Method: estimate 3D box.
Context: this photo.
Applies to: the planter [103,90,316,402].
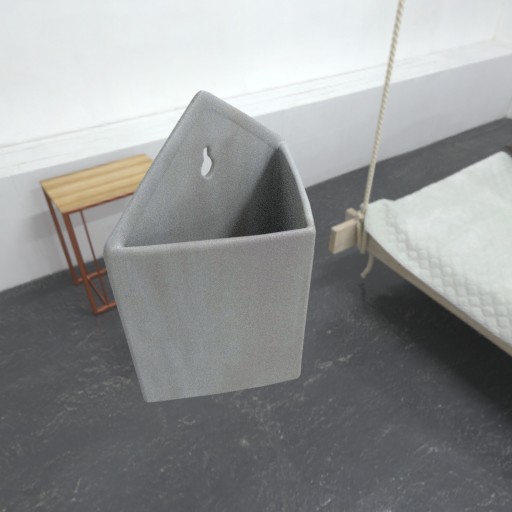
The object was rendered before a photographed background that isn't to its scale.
[{"bbox_3d":[0.000,0.000,0.282,0.080,0.194,0.163,26,46,27],"label":"planter"}]
